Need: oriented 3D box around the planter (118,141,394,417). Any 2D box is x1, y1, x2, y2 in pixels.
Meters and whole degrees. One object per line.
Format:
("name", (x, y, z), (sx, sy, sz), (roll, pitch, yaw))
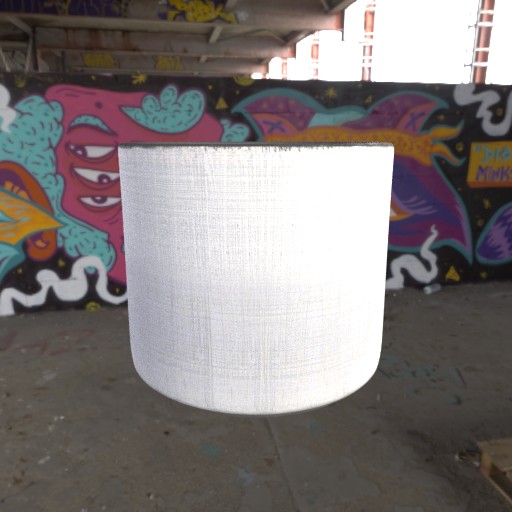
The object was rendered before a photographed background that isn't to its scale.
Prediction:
("planter", (0.000, 0.000, 0.445), (0.254, 0.221, 0.254), (0, 15, 0))
